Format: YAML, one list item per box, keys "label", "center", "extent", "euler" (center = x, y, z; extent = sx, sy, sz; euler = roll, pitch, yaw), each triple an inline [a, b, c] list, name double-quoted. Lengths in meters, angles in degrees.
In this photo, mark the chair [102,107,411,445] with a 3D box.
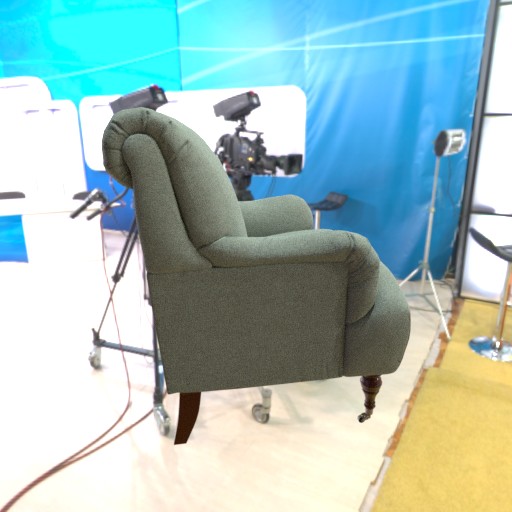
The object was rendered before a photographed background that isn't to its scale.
- label: "chair"
  center: [0.000, 0.000, 1.903]
  extent: [1.060, 1.178, 0.964]
  euler: [-2, 16, -8]
